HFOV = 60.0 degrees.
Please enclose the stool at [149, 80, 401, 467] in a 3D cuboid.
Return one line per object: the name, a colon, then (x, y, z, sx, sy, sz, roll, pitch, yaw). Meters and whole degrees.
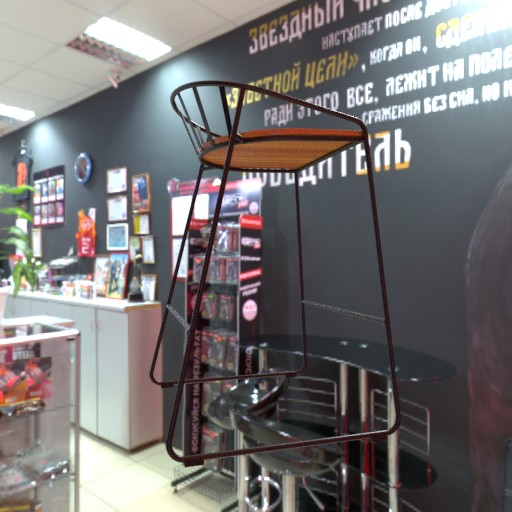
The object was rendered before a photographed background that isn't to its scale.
stool: (0.000, 0.000, 1.176, 0.521, 0.812, 0.546, 0, 0, -17)
